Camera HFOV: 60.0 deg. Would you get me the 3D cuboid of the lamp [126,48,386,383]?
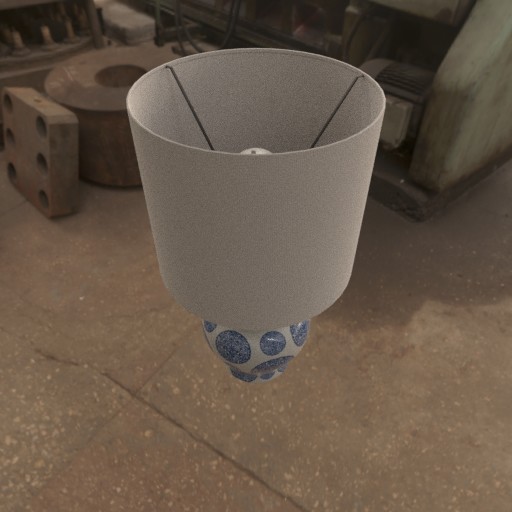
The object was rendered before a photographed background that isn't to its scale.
[{"bbox_3d":[0.000,0.000,0.504,0.215,0.381,0.215,26,49,25],"label":"lamp"}]
